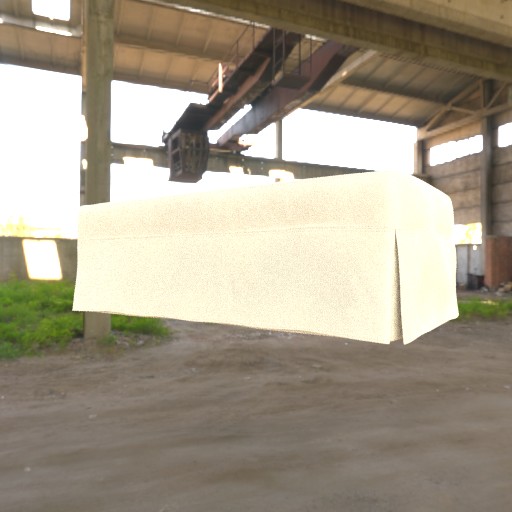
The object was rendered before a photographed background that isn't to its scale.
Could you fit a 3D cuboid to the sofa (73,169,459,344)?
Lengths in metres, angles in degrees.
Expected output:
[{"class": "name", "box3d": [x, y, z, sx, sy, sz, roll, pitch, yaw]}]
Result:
[{"class": "sofa", "box3d": [0.000, 0.000, 2.135, 1.677, 0.552, 0.939, 0, -1, 34]}]
